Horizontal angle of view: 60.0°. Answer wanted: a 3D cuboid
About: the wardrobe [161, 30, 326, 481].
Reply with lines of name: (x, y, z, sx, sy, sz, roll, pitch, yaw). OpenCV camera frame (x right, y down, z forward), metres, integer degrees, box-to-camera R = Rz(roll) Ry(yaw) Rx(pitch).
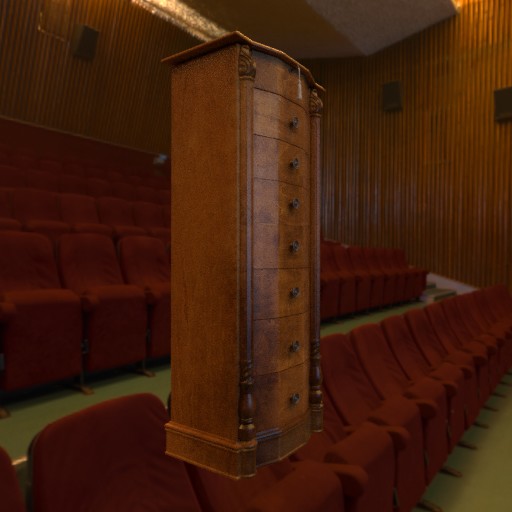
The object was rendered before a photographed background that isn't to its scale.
wardrobe: (0.000, 0.000, 1.154, 0.273, 0.959, 0.406, 0, -1, 36)
